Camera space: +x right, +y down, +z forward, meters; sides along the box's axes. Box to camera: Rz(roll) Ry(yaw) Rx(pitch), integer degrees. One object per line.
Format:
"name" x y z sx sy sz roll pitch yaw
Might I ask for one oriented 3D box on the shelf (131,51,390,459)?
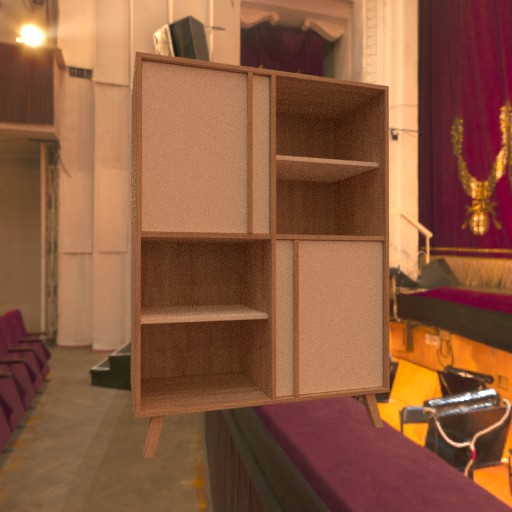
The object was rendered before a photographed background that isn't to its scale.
"shelf" 0.000 0.000 1.869 1.000 1.390 0.450 0 -1 -18
